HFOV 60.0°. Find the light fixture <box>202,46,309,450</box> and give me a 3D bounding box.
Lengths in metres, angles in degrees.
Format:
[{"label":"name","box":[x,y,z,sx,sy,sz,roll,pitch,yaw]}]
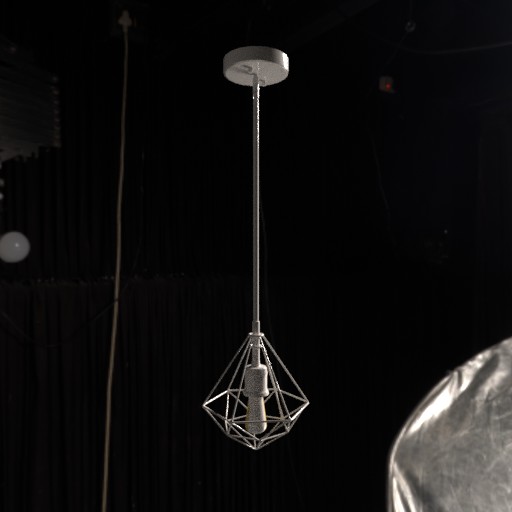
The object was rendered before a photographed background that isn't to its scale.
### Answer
[{"label":"light fixture","box":[0.000,0.000,2.013,0.431,1.764,0.487,0,1,-35]}]
